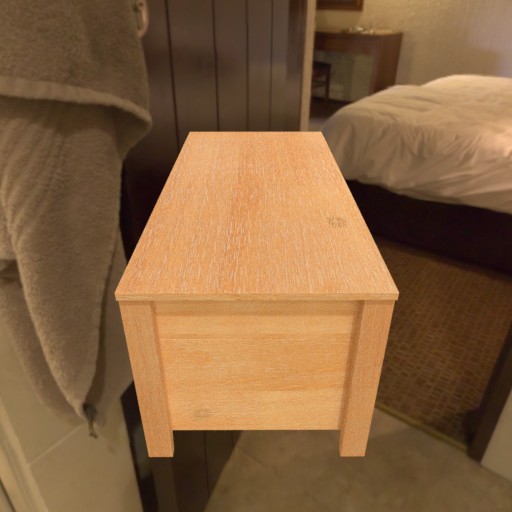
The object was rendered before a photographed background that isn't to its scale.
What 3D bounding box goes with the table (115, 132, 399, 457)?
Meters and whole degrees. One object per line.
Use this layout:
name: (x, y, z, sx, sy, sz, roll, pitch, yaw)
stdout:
table: (0.000, 0.000, 1.304, 0.483, 0.457, 1.016, 0, 31, 0)
